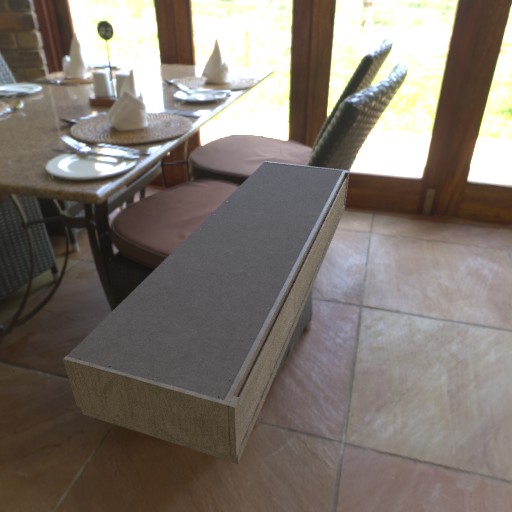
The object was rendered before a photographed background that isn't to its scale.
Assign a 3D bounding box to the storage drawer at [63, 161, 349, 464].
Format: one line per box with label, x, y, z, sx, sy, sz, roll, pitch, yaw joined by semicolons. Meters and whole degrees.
storage drawer;0.000;0.000;2.249;0.591;0.274;2.072;10;32;16
